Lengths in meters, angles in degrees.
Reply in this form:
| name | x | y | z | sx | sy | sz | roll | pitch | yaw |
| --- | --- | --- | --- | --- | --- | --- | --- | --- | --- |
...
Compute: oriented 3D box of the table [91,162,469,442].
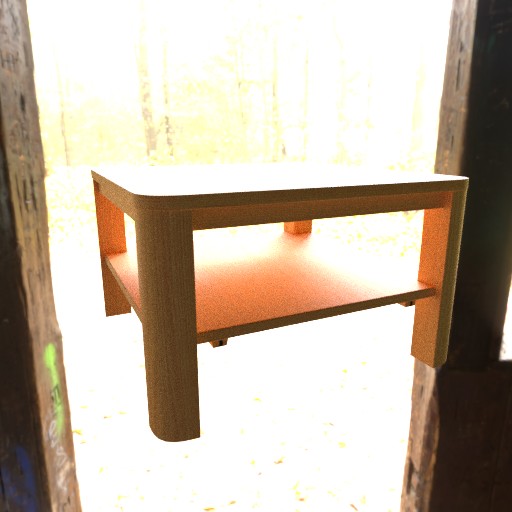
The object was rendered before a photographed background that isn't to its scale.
| name | x | y | z | sx | sy | sz | roll | pitch | yaw |
| --- | --- | --- | --- | --- | --- | --- | --- | --- | --- |
| table | 0.000 | 0.000 | 1.209 | 0.750 | 0.450 | 0.750 | -7 | 17 | -25 |
